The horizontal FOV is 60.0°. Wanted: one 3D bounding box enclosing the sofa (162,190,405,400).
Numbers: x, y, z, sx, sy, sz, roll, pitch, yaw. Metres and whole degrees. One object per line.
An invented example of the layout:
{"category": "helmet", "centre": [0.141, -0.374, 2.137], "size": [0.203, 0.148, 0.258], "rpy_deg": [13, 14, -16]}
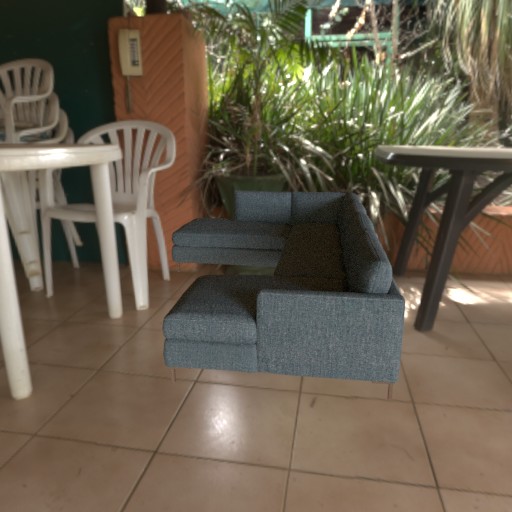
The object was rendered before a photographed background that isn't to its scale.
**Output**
{"category": "sofa", "centre": [0.000, 0.000, 3.600], "size": [1.879, 0.753, 2.737], "rpy_deg": [2, 16, 8]}
